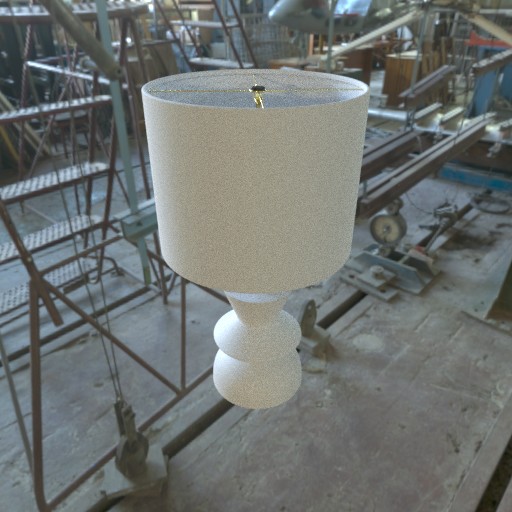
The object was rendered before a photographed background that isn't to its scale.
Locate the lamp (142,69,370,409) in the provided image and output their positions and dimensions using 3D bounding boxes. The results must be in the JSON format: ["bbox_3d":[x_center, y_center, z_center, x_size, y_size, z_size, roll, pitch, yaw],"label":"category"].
[{"bbox_3d":[0.000,0.000,0.730,0.301,0.533,0.301,-1,30,-2],"label":"lamp"}]
